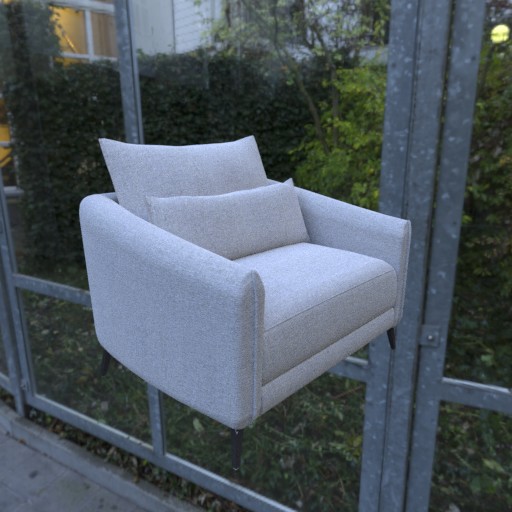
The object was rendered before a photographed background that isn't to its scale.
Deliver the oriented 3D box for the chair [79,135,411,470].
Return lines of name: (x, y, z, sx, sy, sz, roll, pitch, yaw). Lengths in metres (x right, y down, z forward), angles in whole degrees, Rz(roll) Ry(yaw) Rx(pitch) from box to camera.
chair: (0.000, 0.000, 1.634, 0.801, 0.856, 1.029, 14, 20, 41)
